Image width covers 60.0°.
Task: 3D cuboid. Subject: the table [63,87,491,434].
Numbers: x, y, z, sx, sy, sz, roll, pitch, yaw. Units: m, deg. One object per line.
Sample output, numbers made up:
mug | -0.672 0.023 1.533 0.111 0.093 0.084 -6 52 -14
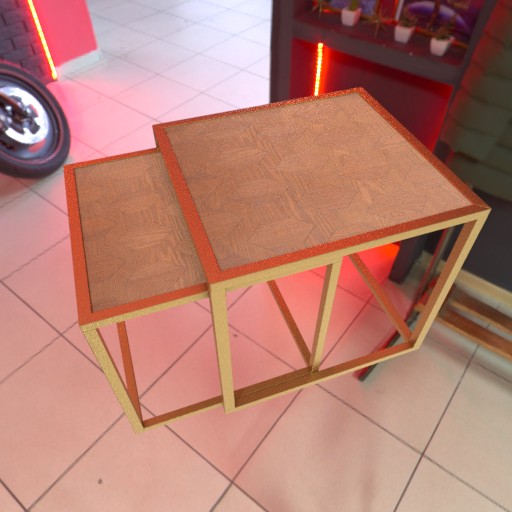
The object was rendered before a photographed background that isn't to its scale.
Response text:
table | 0.000 0.000 1.089 0.762 0.505 0.505 -15 49 -13
